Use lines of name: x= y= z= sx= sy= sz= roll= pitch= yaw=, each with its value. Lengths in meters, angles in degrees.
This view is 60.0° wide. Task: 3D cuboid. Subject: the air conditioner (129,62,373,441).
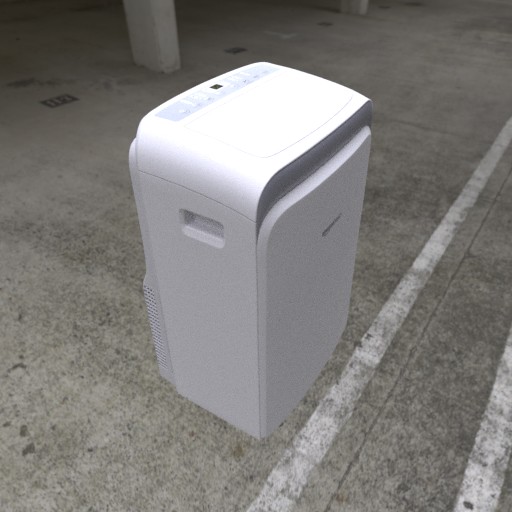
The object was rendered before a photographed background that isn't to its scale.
air conditioner: x=0.000 y=0.000 z=0.969 sx=0.365 sy=0.700 sz=0.454 roll=24 pitch=46 yaw=25
